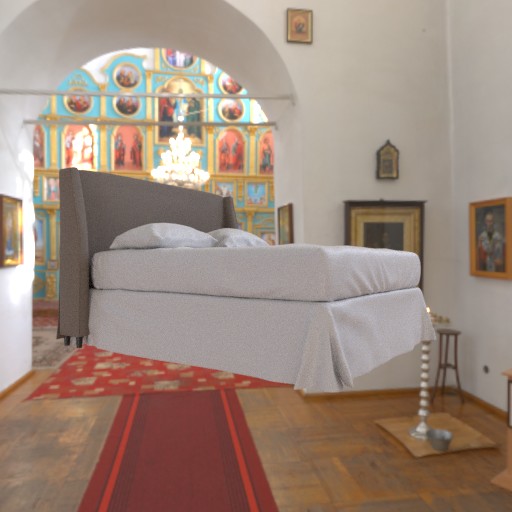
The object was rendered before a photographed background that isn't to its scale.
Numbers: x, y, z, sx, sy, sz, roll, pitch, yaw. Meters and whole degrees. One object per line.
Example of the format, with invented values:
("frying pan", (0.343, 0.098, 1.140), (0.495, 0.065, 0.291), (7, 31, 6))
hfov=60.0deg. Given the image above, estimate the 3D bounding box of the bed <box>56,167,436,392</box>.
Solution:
("bed", (0.000, 0.000, 3.395), (2.276, 1.332, 1.925), (-1, -1, 36))
